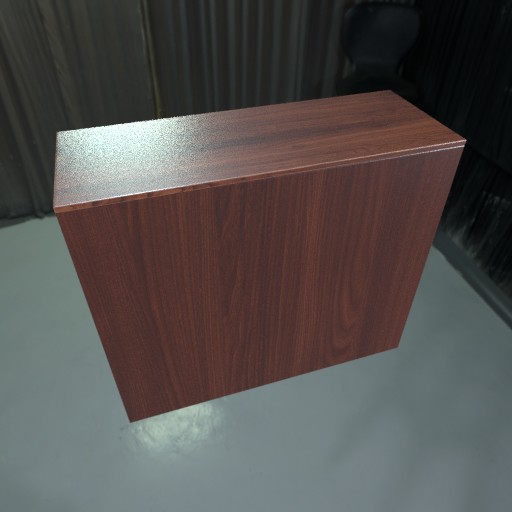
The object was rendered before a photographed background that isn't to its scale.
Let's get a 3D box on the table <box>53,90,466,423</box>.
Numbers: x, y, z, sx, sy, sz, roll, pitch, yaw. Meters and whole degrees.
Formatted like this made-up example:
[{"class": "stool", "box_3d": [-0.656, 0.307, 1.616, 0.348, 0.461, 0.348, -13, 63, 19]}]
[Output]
[{"class": "table", "box_3d": [0.000, 0.000, 1.339, 0.930, 0.790, 0.380, -12, 42, -14]}]
